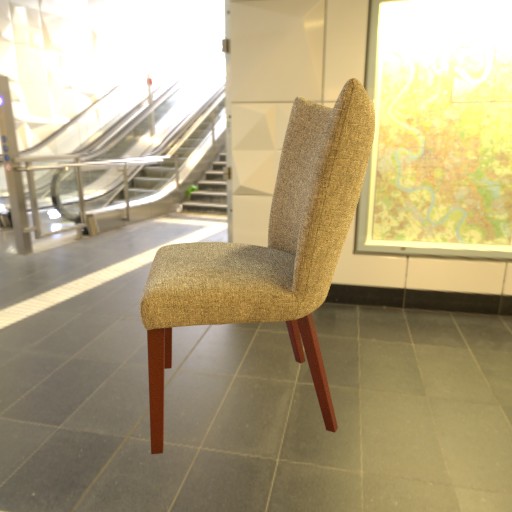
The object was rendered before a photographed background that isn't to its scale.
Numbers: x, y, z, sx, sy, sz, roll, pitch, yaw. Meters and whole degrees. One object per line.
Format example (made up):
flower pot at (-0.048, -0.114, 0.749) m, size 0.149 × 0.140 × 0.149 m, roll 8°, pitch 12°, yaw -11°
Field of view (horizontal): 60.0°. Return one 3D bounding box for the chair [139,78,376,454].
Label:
chair at (0.000, 0.000, 1.297) m, size 0.623 × 0.924 × 0.535 m, roll -2°, pitch 15°, yaw -7°
